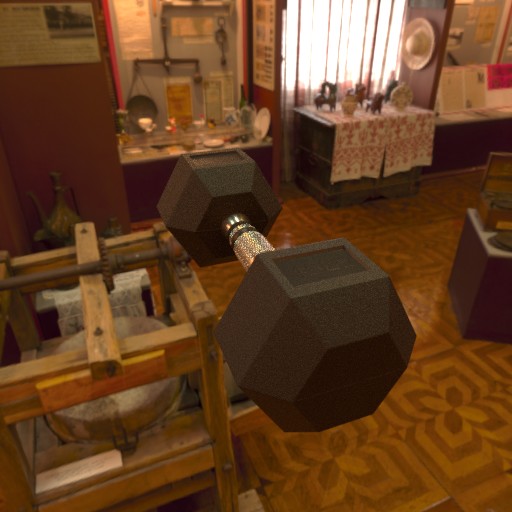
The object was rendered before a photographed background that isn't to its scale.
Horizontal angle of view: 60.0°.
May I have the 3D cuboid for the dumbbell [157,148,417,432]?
[{"bbox_3d":[0.000,0.000,0.433,0.141,0.123,0.356,-11,32,-18],"label":"dumbbell"}]
